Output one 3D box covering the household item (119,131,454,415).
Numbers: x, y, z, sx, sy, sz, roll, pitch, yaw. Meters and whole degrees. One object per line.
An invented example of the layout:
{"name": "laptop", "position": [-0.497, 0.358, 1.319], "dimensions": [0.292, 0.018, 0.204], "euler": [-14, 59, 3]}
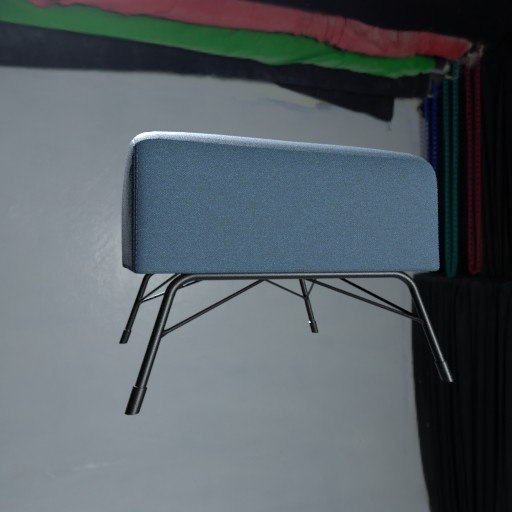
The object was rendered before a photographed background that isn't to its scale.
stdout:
{"name": "household item", "position": [0.000, 0.000, 0.910], "dimensions": [0.530, 0.420, 0.530], "euler": [0, 0, -18]}
